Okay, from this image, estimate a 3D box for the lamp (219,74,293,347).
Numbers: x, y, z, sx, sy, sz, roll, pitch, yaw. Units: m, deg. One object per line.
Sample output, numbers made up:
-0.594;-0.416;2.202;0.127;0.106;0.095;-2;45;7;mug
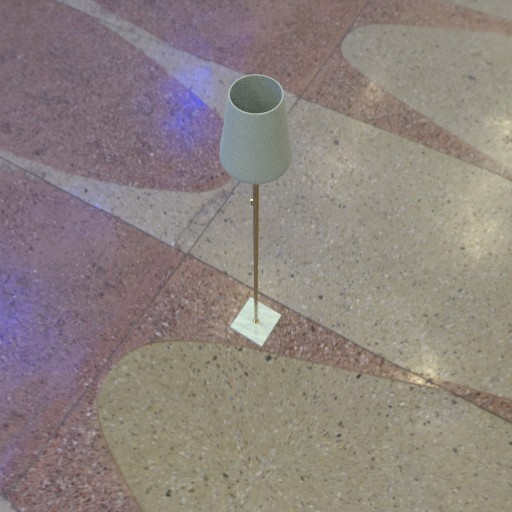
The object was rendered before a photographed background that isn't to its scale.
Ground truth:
0.000;0.000;1.930;0.229;1.813;0.232;29;67;14;lamp
